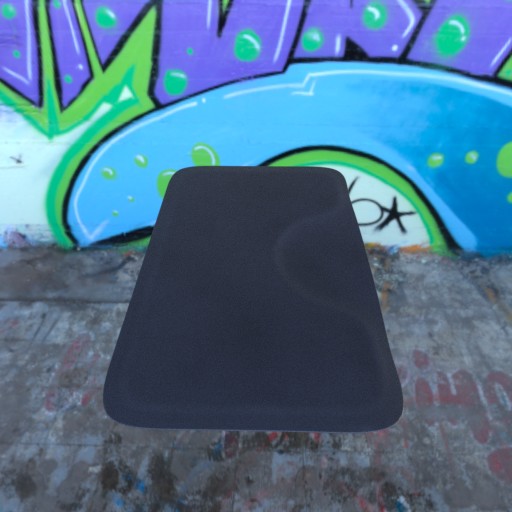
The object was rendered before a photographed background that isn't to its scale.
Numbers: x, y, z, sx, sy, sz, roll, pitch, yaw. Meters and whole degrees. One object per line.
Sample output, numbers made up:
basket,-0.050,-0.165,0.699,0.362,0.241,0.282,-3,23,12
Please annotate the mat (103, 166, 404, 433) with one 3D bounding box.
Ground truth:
mat,0.000,0.000,1.824,0.918,0.013,1.524,1,40,1
